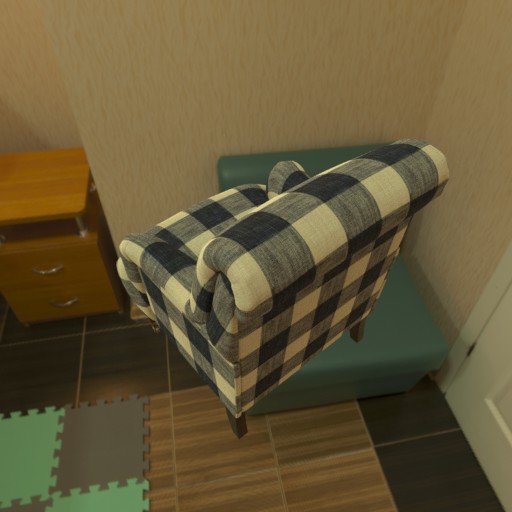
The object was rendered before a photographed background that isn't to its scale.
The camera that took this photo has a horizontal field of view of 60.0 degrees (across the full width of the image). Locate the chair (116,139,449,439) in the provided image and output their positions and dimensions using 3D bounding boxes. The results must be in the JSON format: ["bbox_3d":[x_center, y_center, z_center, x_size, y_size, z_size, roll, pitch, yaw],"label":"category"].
[{"bbox_3d":[0.000,0.000,1.584,0.781,0.953,0.848,-31,52,-27],"label":"chair"}]
